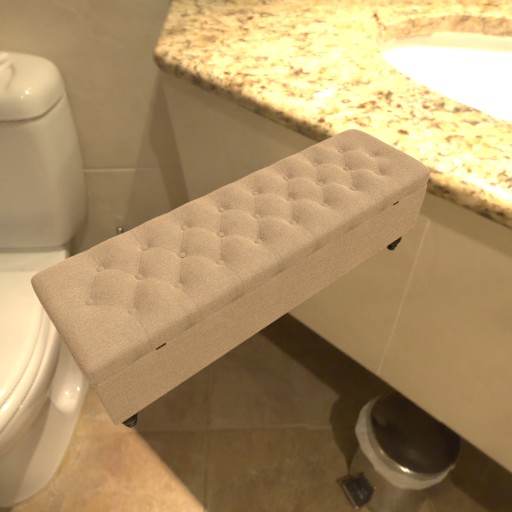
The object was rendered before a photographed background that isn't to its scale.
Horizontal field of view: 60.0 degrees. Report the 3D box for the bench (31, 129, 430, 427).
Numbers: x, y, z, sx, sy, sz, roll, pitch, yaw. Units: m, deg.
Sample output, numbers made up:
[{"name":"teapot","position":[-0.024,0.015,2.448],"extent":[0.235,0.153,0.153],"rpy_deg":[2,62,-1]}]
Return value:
[{"name":"bench","position":[0.000,0.000,1.724],"extent":[1.480,0.467,0.455],"rpy_deg":[-30,52,-26]}]
